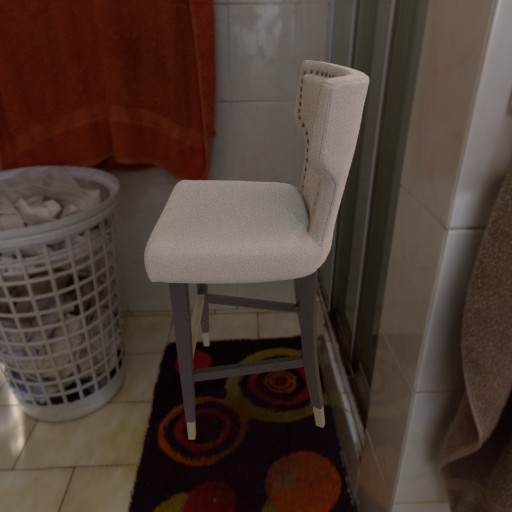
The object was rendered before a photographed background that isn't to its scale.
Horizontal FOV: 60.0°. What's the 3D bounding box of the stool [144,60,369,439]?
[{"bbox_3d":[0.000,0.000,1.388,0.563,1.092,0.526,0,28,0],"label":"stool"}]
